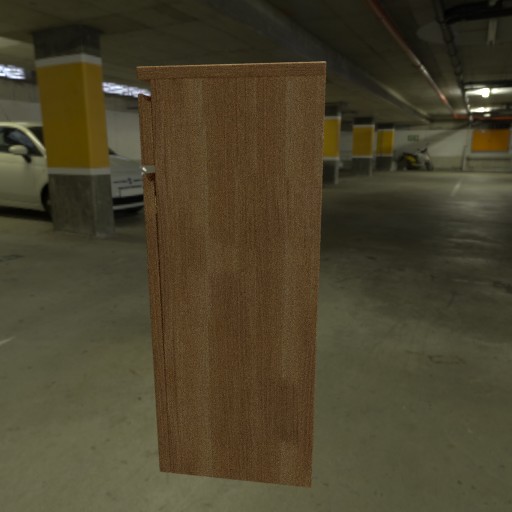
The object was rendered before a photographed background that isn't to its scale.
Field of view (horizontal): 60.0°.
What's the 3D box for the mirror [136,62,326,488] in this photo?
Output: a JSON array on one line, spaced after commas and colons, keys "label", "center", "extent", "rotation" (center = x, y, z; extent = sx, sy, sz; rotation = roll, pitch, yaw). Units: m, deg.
[{"label": "mirror", "center": [0.000, 0.000, 1.413], "extent": [0.400, 1.000, 0.800], "rotation": [2, 14, 8]}]
